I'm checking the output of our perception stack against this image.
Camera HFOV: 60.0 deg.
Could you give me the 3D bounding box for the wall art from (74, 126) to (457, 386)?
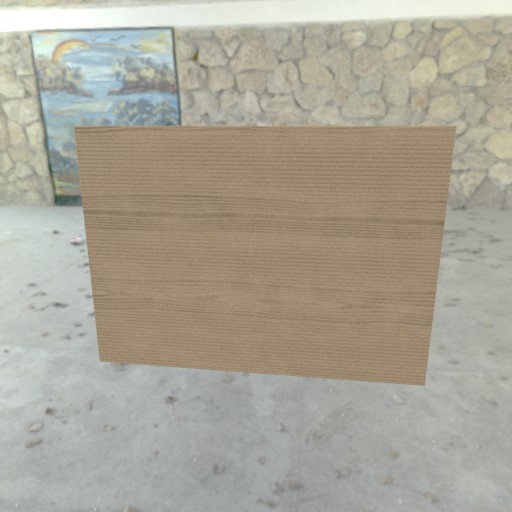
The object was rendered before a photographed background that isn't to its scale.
[{"bbox_3d":[0.000,0.000,1.081,0.841,0.609,0.063,2,17,8],"label":"wall art"}]
